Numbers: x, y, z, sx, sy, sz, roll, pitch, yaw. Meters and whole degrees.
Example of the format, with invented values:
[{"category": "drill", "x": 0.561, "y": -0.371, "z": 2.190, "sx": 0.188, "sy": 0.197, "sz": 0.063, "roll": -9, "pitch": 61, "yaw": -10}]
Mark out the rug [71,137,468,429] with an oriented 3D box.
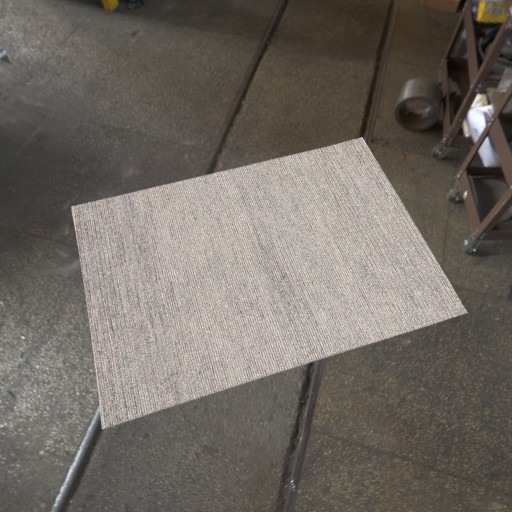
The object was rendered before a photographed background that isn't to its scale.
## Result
[{"category": "rug", "x": 0.000, "y": 0.000, "z": 3.001, "sx": 2.307, "sy": 0.030, "sz": 1.604, "roll": -15, "pitch": 61, "yaw": -9}]
